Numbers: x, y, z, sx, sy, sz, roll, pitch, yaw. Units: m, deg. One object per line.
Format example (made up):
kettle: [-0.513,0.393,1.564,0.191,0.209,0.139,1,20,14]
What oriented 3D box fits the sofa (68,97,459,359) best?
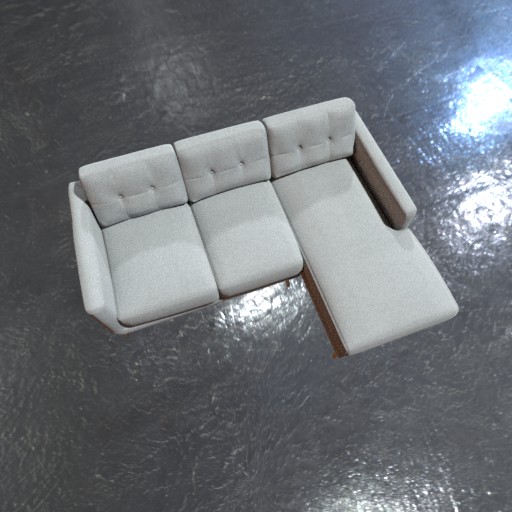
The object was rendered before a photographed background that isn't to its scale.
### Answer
sofa: [0.000,0.000,2.789,2.040,0.860,1.530,-17,64,-9]
